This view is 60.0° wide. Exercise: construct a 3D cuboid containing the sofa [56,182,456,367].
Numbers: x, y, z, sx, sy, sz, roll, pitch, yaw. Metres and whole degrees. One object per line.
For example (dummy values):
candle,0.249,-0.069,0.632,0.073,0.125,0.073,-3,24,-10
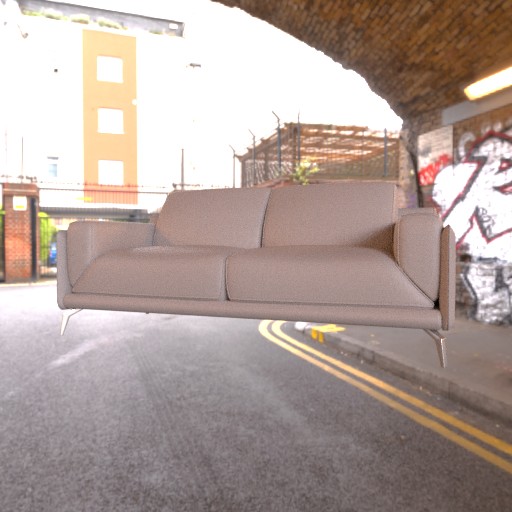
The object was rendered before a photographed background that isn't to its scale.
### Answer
sofa,0.000,0.000,2.605,2.101,0.930,1.049,0,1,19
